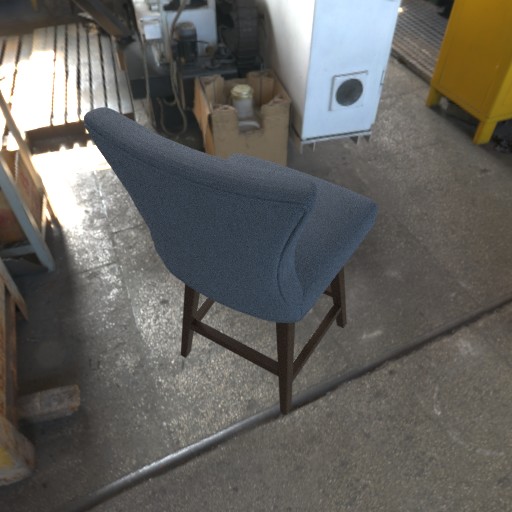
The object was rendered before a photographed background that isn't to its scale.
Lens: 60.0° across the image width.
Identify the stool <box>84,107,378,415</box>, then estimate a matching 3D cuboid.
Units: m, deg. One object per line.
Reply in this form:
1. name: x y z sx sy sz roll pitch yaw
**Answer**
1. stool: 0.000 0.000 1.283 0.514 1.000 0.574 24 51 21
